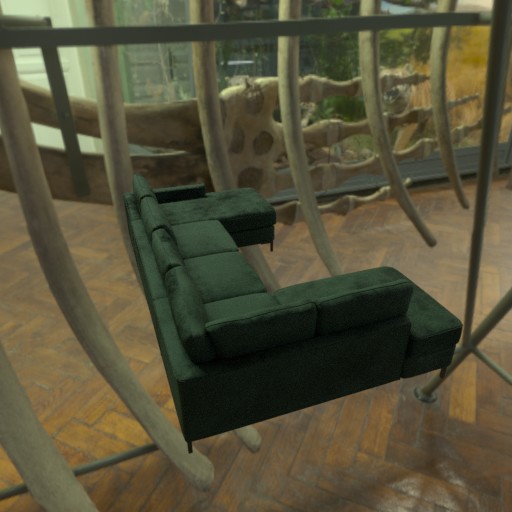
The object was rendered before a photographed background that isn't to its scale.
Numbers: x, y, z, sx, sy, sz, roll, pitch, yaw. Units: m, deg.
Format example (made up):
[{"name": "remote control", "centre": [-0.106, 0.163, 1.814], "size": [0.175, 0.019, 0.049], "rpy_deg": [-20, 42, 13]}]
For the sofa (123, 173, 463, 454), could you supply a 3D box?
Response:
[{"name": "sofa", "centre": [0.000, 0.000, 3.959], "size": [1.992, 0.861, 2.994], "rpy_deg": [-10, 31, -18]}]
